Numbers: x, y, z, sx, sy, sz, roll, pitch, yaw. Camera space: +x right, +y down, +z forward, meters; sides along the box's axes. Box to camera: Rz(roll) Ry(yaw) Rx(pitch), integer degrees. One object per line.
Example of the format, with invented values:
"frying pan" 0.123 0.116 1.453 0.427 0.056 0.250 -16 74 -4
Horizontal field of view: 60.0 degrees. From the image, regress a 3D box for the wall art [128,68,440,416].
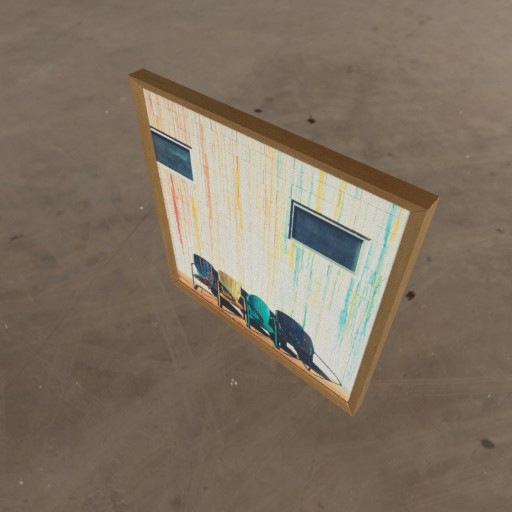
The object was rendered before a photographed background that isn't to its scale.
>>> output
"wall art" 0.000 0.000 0.462 0.302 0.302 0.019 32 54 27
